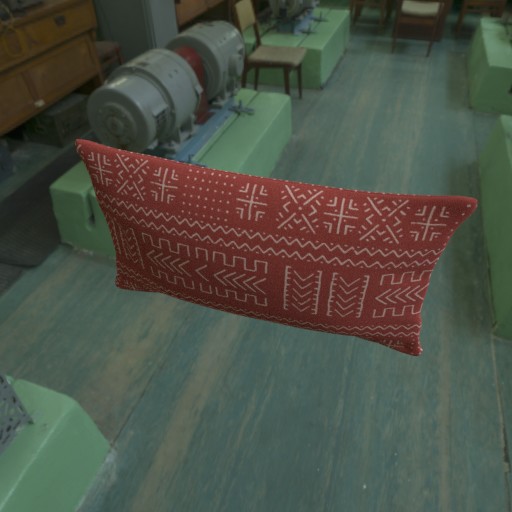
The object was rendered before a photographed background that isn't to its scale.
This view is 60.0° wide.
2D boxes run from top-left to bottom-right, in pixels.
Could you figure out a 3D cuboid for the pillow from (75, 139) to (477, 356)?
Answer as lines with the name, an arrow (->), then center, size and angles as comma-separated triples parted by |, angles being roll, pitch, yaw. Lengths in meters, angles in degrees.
pillow -> 0.000, 0.000, 0.778 | 0.640, 0.352, 0.130 | 11, 43, 12
